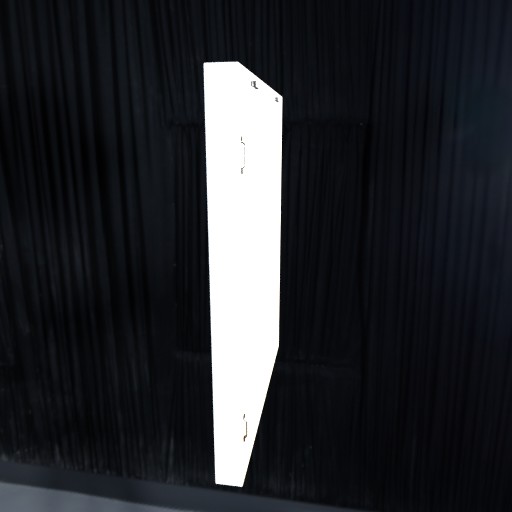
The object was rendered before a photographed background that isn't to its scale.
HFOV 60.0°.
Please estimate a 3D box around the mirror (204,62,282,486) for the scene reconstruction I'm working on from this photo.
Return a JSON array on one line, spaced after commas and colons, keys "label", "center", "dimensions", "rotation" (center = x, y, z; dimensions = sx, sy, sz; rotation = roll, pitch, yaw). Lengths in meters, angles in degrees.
[{"label": "mirror", "center": [0.000, 0.000, 0.702], "dimensions": [0.041, 0.509, 0.406], "rotation": [2, 15, 9]}]
